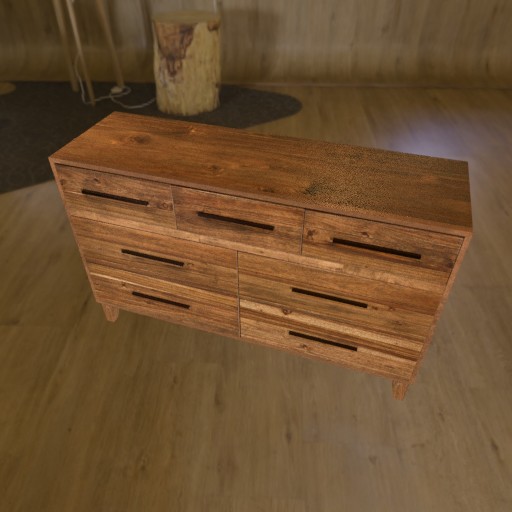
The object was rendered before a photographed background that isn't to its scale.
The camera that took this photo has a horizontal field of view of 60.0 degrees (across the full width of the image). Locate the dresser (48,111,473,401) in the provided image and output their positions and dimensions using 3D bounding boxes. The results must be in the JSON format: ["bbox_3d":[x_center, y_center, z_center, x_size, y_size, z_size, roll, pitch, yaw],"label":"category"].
[{"bbox_3d":[0.000,0.000,1.822,1.400,0.873,0.446,12,42,14],"label":"dresser"}]
